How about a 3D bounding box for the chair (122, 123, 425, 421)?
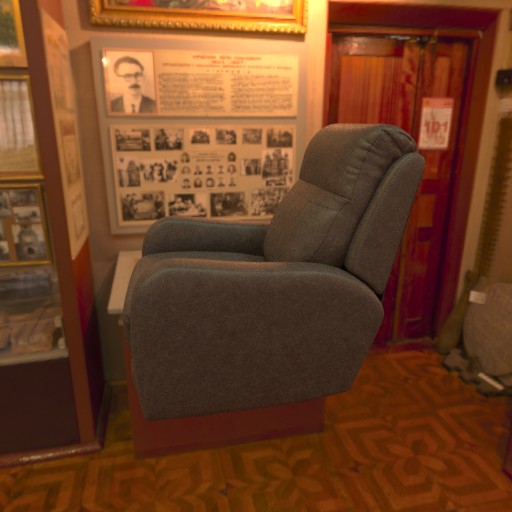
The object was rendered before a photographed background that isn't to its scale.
[{"bbox_3d":[0.000,0.000,1.859,1.067,1.067,0.865,-3,18,-10],"label":"chair"}]
